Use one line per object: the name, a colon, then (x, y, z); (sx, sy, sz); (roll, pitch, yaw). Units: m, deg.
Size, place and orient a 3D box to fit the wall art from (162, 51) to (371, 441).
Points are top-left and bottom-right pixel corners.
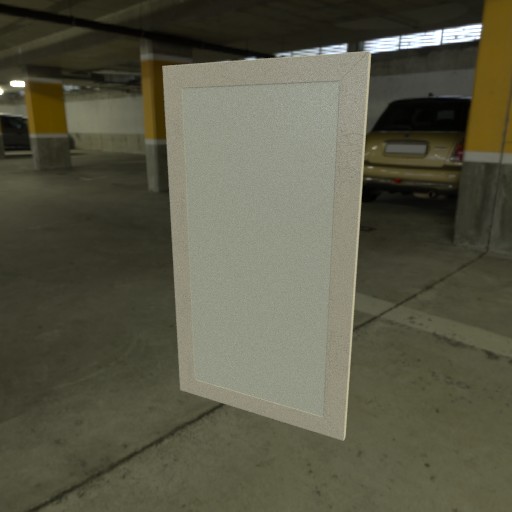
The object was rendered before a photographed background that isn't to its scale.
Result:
wall art: (0.000, 0.000, 0.837); (0.380, 0.683, 0.013); (8, 18, 25)
